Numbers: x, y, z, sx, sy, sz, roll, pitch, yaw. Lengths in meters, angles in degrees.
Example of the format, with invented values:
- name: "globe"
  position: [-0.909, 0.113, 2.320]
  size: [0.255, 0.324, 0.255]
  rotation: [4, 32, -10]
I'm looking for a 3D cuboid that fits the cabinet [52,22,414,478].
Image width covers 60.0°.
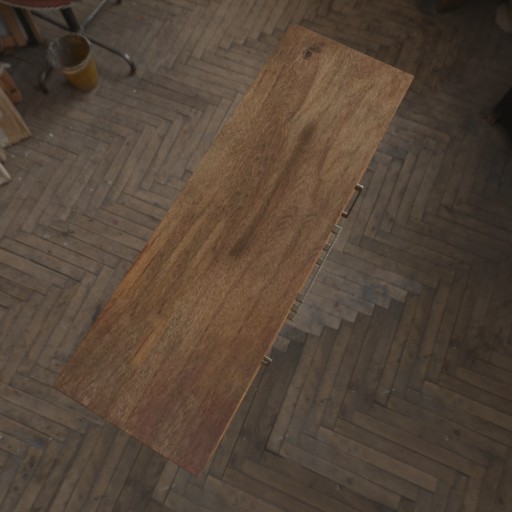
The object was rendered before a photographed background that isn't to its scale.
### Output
- name: "cabinet"
  position: [0.000, 0.000, 1.705]
  size: [0.480, 0.812, 1.373]
  rotation: [28, 75, 8]
